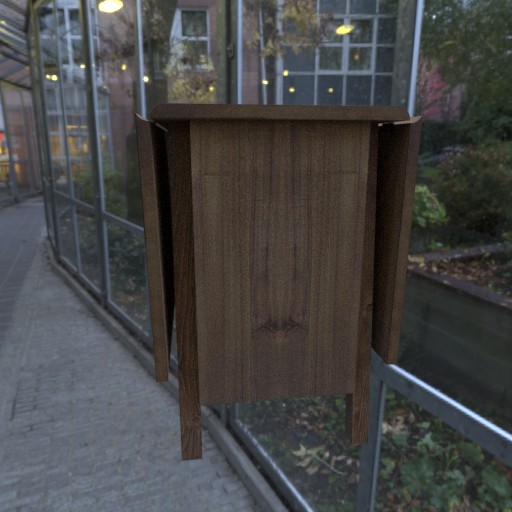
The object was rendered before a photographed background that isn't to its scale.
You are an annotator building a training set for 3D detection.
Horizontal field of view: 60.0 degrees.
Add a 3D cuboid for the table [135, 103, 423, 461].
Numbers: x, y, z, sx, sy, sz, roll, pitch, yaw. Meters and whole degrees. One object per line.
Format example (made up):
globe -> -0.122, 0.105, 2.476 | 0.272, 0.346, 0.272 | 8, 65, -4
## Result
table -> 0.000, 0.000, 1.637 | 0.701, 0.981, 0.967 | -2, 14, -8
